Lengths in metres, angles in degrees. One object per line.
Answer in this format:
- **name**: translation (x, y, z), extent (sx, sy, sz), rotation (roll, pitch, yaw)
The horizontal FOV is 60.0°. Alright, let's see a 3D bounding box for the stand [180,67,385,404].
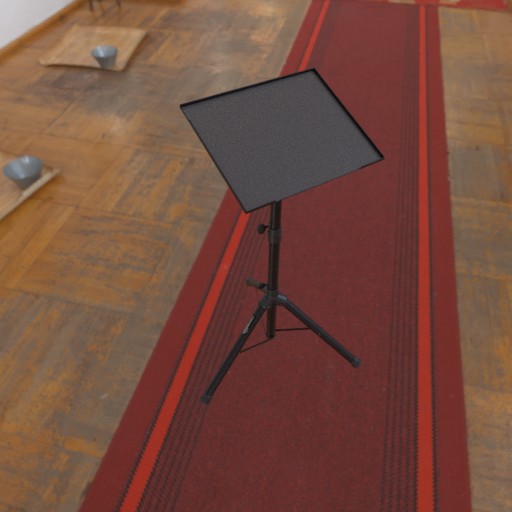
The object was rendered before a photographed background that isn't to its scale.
- **stand**: translation (0.000, 0.000, 1.648), extent (0.702, 1.198, 0.702), rotation (-24, 51, -21)
